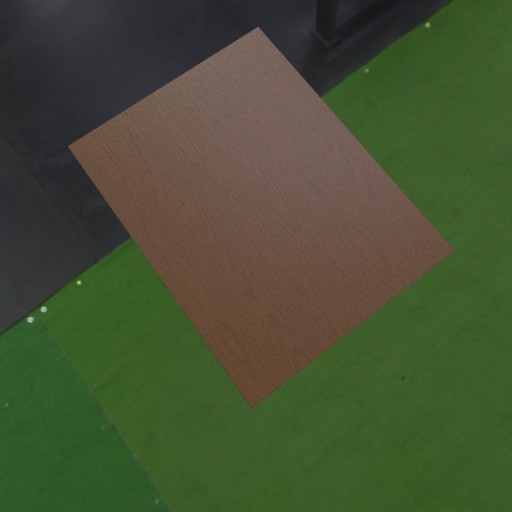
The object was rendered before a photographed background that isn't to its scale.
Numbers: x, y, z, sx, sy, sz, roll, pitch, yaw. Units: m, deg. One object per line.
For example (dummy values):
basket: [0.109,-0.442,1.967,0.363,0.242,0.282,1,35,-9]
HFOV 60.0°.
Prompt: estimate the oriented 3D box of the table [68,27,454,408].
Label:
table: [0.000,0.000,0.823,0.300,0.599,0.406,-36,79,-8]
